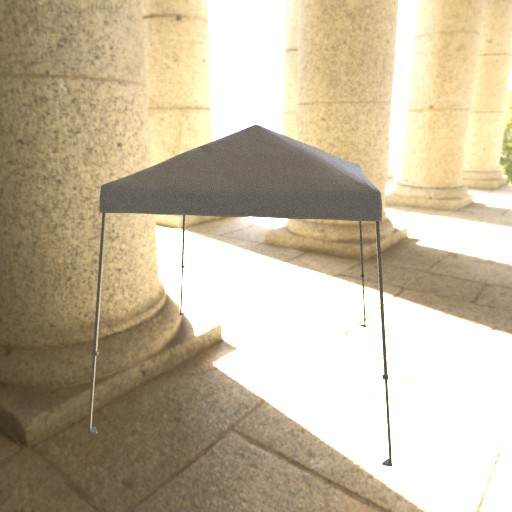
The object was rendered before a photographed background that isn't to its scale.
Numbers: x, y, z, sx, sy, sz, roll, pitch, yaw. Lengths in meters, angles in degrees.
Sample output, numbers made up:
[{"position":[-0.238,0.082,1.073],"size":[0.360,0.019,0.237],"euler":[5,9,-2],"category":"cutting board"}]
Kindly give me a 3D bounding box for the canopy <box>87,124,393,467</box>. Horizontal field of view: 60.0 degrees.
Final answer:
[{"position":[0.000,0.000,6.316],"size":[3.599,3.600,3.600],"euler":[3,17,8],"category":"canopy"}]
